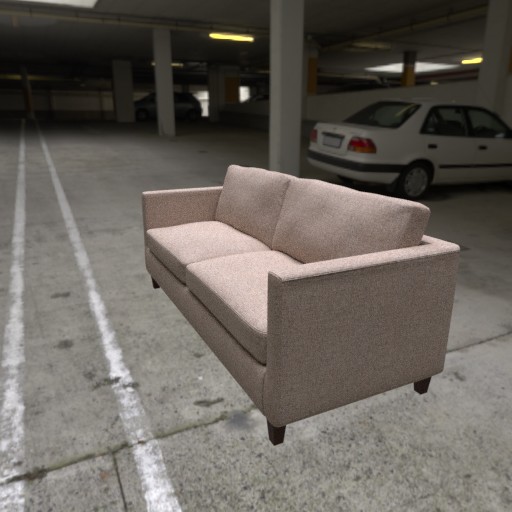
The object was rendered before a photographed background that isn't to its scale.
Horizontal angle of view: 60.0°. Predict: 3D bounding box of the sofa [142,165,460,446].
[{"bbox_3d":[0.000,0.000,2.745,0.951,0.965,2.208,-8,19,-25],"label":"sofa"}]
